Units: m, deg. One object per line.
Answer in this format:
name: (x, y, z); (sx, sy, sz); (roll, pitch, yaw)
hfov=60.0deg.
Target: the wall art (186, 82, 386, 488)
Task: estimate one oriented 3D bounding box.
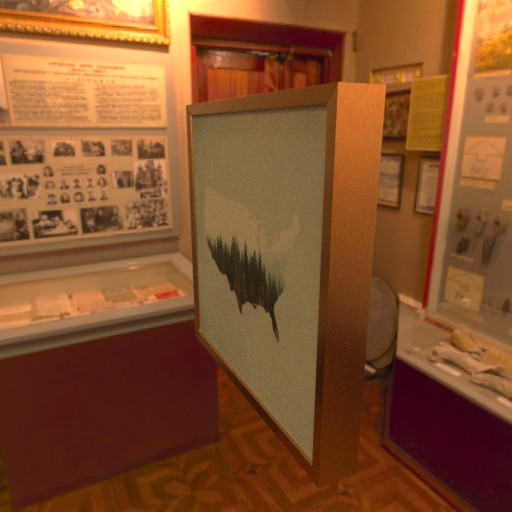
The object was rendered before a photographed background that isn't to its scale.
wall art: (0.000, 0.000, 0.452); (0.038, 0.304, 0.304); (-8, 18, -25)
